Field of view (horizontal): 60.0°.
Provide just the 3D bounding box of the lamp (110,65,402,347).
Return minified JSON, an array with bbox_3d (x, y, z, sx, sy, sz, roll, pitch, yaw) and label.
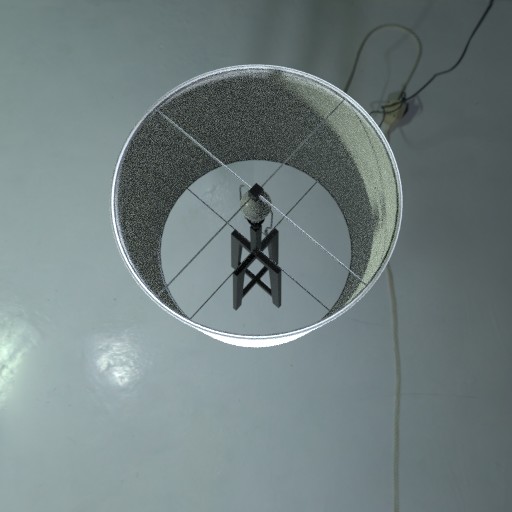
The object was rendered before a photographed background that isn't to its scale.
[{"bbox_3d":[0.000,0.000,0.624,0.257,0.489,0.257,-3,76,-1],"label":"lamp"}]
